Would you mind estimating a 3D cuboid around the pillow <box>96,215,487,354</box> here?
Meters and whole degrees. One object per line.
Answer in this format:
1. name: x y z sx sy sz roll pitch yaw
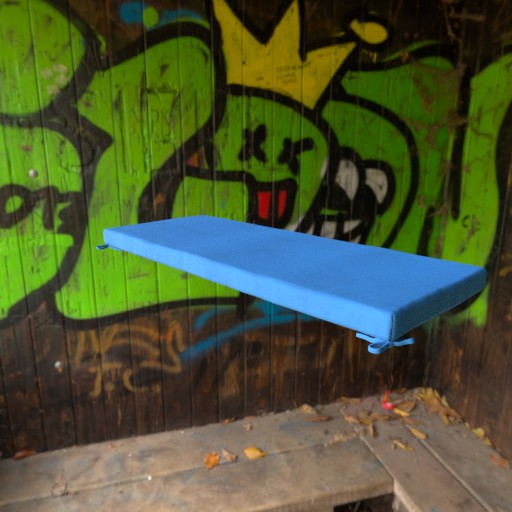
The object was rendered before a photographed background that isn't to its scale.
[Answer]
1. pillow: 0.000 0.000 1.327 0.492 0.081 1.187 -14 20 -42
